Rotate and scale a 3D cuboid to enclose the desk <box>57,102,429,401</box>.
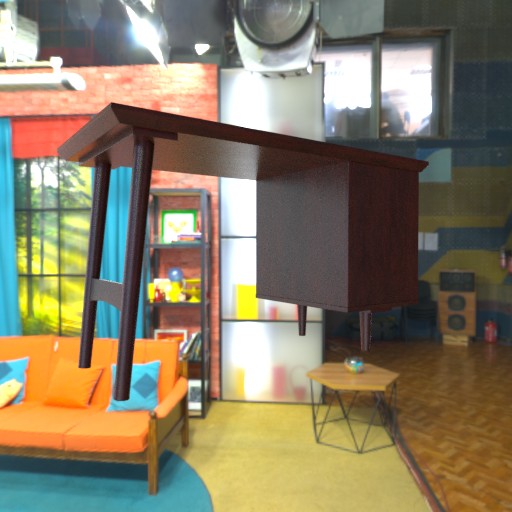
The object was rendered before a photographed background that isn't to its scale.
[{"bbox_3d":[0.000,0.000,1.679,1.277,0.758,0.612,-1,1,-35],"label":"desk"}]
